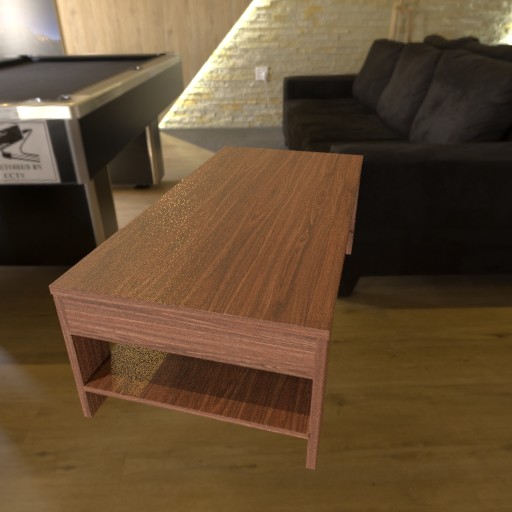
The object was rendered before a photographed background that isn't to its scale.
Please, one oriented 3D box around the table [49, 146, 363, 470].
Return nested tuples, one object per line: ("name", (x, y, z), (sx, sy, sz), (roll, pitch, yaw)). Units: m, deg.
("table", (0.000, 0.000, 1.487), (0.600, 0.400, 1.200), (7, 29, 13))
